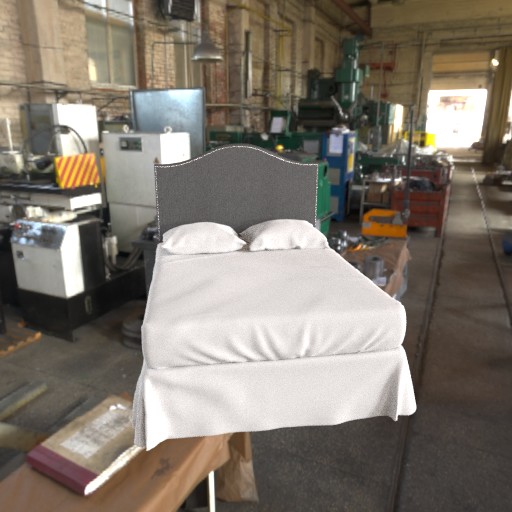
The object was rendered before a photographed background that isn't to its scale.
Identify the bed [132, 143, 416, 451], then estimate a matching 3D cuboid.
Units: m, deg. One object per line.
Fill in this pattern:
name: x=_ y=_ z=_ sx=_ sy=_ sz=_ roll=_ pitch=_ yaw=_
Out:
bed: x=0.000 y=0.000 z=3.483 sx=1.876 sy=1.645 sz=2.221 roll=-3 pitch=16 yaw=-9
